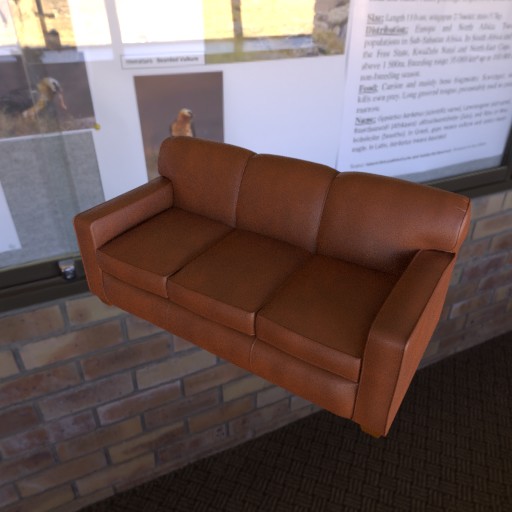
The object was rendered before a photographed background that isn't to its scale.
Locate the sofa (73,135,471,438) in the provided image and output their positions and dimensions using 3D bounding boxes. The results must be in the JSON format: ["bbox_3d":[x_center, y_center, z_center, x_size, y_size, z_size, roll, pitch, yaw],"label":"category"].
[{"bbox_3d":[0.000,0.000,2.582,2.039,0.953,1.008,19,37,27],"label":"sofa"}]
